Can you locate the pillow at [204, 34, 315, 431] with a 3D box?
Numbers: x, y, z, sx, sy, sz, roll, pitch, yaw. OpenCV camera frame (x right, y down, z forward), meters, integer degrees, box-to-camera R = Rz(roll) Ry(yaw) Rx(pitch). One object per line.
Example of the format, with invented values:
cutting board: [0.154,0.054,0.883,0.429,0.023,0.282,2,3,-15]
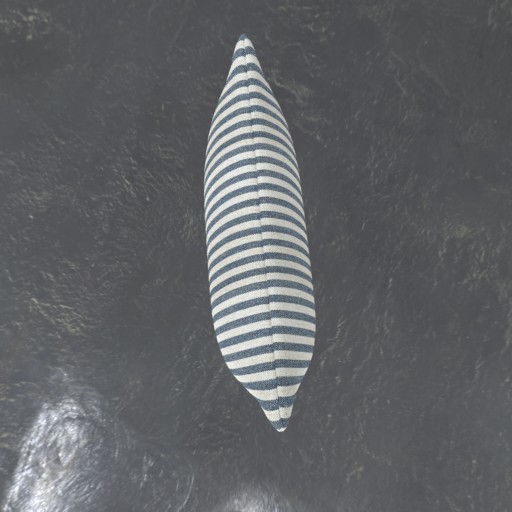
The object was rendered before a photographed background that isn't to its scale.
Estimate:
pillow: [0.000,0.000,0.793,0.166,0.510,0.523,-5,76,-1]
